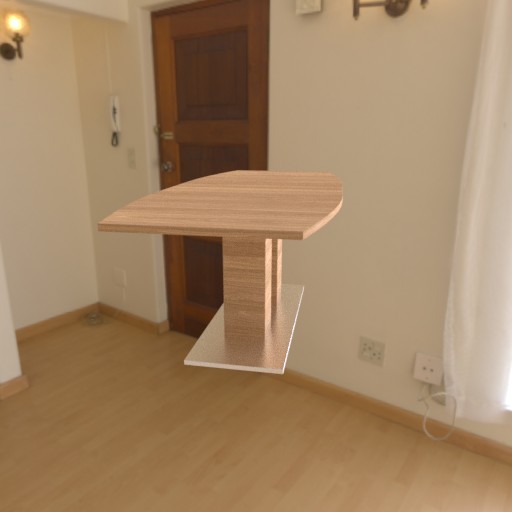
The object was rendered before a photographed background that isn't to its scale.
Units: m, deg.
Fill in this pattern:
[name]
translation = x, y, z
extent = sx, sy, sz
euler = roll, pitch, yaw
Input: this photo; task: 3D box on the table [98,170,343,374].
[table]
translation = 0.000, 0.000, 2.442
extent = 0.900, 0.750, 2.032
euler = 3, 16, 10
